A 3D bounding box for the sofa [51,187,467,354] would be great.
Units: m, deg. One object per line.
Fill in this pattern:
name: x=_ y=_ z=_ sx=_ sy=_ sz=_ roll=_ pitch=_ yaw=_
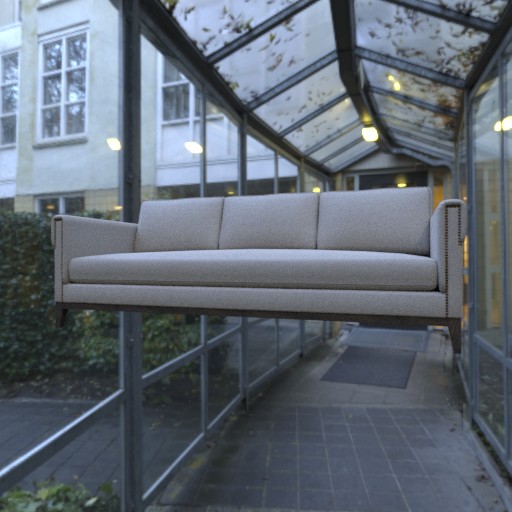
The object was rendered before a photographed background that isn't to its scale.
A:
sofa: x=0.000 y=0.000 z=2.674 sx=2.210 sy=0.838 sz=0.959 roll=0 pitch=0 yaw=19
